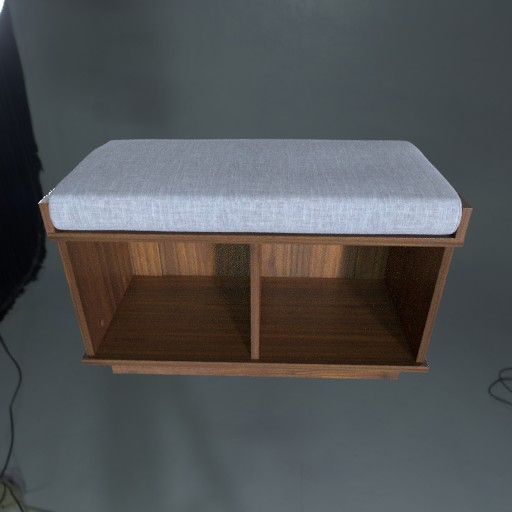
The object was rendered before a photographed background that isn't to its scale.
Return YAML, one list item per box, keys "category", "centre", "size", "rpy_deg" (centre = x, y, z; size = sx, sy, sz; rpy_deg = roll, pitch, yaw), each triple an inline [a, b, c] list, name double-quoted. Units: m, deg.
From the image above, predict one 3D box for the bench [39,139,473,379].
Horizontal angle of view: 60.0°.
- category: "bench"
  centre: [0.000, 0.000, 0.998]
  size: [0.734, 0.461, 0.362]
  rpy_deg: [1, 31, 1]
